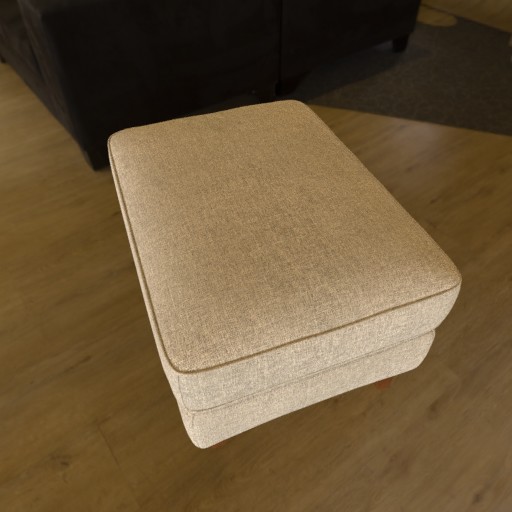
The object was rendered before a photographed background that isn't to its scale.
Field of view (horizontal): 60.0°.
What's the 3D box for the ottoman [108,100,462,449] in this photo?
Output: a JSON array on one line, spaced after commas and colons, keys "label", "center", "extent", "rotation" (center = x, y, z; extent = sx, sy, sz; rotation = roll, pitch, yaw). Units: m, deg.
[{"label": "ottoman", "center": [0.000, 0.000, 1.287], "extent": [0.661, 0.561, 0.889], "rotation": [-15, 48, -14]}]
